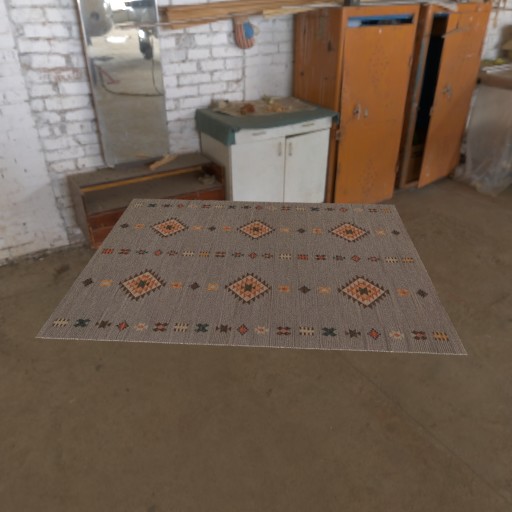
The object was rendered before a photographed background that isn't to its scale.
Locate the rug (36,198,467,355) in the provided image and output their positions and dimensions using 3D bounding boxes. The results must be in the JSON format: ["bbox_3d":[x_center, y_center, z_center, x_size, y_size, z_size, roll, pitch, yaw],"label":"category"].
[{"bbox_3d":[0.000,0.000,4.139,3.035,0.008,2.425,2,32,3],"label":"rug"}]
